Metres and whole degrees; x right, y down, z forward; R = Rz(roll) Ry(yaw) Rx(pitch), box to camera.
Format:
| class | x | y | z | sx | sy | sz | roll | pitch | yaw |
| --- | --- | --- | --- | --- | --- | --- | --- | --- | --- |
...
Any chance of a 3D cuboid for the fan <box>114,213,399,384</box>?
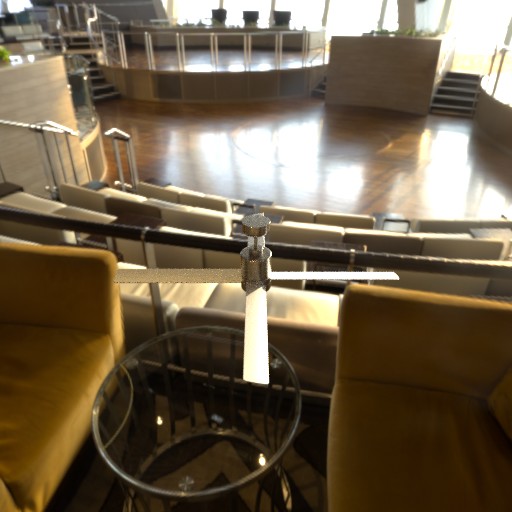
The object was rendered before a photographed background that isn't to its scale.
| class | x | y | z | sx | sy | sz | roll | pitch | yaw |
| --- | --- | --- | --- | --- | --- | --- | --- | --- | --- |
| fan | 0.000 | 0.000 | 2.022 | 1.322 | 0.355 | 1.322 | 0 | 31 | 0 |
